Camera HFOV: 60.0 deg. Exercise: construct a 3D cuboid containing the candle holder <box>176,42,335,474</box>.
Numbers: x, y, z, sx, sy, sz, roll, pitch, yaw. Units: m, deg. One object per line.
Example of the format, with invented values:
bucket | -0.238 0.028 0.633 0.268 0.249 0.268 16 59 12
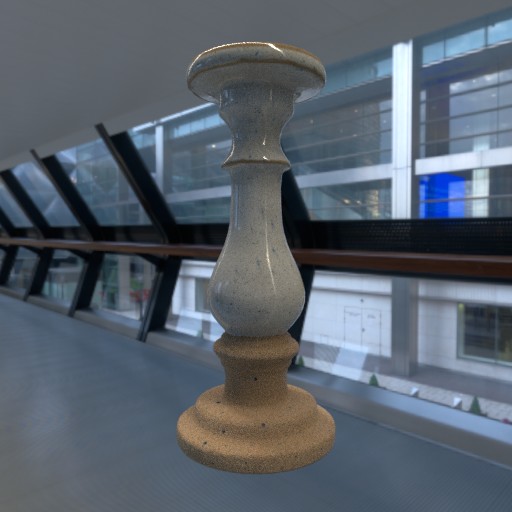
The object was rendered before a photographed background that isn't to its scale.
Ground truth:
candle holder | 0.000 0.000 0.246 0.088 0.203 0.088 0 2 0
